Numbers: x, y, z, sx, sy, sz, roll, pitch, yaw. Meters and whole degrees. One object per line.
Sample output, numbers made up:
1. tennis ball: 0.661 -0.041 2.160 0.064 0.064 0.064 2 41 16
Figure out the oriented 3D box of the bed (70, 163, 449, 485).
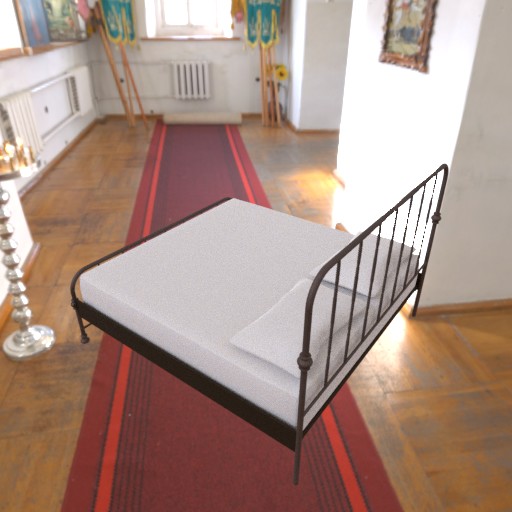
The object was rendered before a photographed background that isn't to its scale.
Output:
1. bed: 0.000 0.000 3.453 2.134 1.446 2.044 21 37 31
